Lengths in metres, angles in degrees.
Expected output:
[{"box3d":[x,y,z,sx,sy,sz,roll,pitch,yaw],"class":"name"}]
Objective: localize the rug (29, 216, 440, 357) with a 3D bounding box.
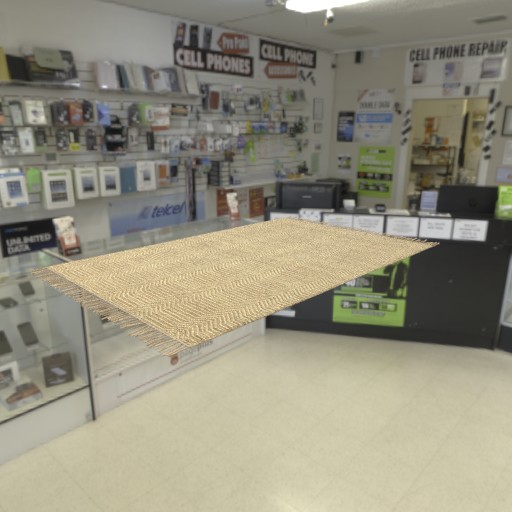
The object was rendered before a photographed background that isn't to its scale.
[{"box3d":[0.000,0.000,3.093,2.523,0.034,1.528,-16,22,-43],"class":"rug"}]
